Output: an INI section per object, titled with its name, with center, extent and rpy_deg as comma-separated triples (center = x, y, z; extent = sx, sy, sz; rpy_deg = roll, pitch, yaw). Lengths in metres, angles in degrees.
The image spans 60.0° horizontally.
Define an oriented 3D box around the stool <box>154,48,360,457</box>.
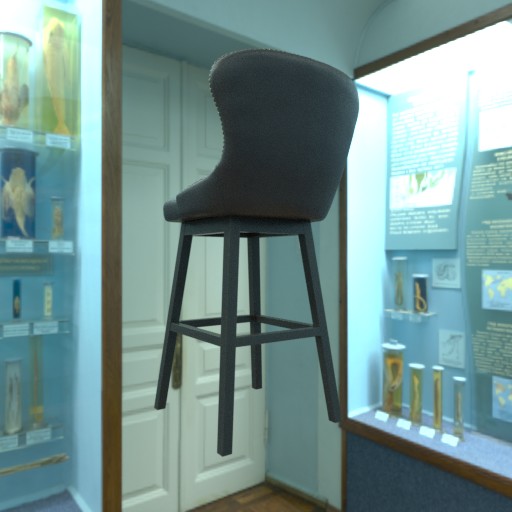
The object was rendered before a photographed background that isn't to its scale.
[stool]
center = 0.000, 0.000, 1.417
extent = 0.528, 1.050, 0.601
rpy_deg = 0, 0, -35
